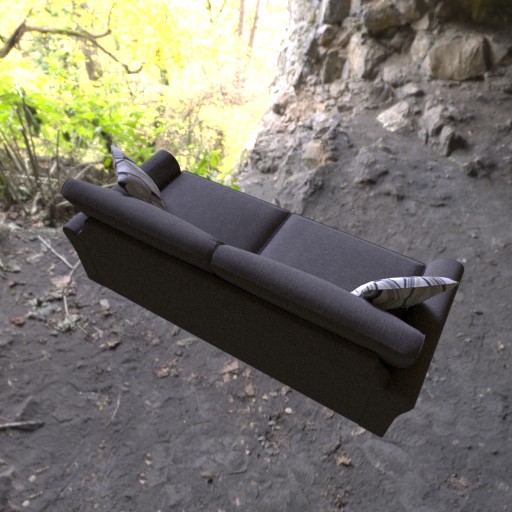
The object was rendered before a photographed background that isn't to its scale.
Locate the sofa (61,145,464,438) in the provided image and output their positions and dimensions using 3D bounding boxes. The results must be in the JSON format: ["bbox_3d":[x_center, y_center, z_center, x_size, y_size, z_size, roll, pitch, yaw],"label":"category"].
[{"bbox_3d":[0.000,0.000,2.464,2.032,0.813,0.889,24,52,20],"label":"sofa"}]
